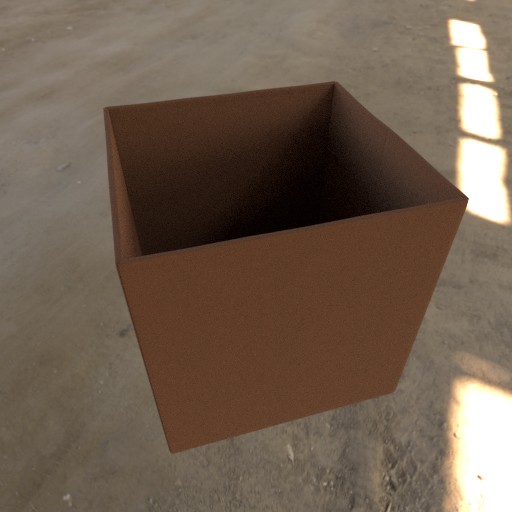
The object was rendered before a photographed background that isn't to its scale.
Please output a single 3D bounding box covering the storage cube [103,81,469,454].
[{"bbox_3d":[0.000,0.000,0.499,0.270,0.280,0.270,-11,43,-12],"label":"storage cube"}]
